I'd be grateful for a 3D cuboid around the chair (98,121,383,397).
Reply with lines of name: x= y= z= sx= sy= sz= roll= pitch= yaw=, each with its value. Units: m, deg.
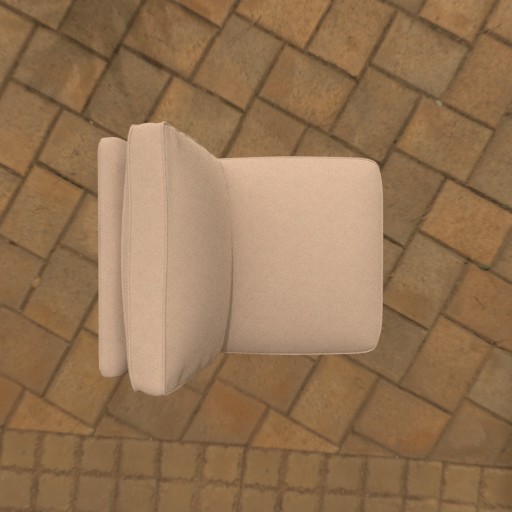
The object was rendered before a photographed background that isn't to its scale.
chair: x=0.000 y=0.000 z=1.636 sx=0.912 sy=1.052 sz=0.724 roll=0 pitch=91 yaw=0
